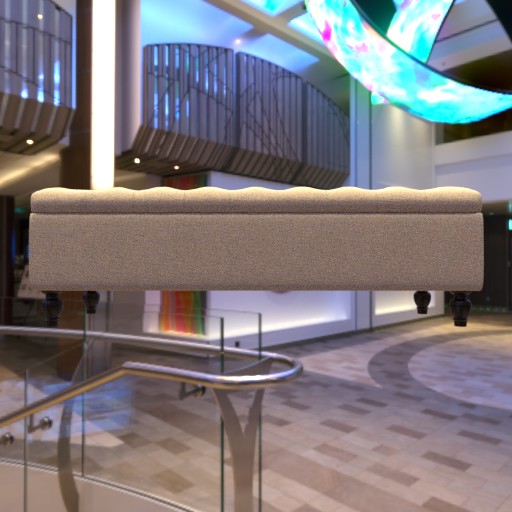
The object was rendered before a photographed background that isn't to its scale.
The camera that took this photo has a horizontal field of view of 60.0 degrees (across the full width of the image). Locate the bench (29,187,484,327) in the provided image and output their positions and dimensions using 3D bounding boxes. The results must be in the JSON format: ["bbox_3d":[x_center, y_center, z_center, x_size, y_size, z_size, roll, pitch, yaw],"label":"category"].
[{"bbox_3d":[0.000,0.000,1.643,1.480,0.467,0.455,0,-1,0],"label":"bench"}]
